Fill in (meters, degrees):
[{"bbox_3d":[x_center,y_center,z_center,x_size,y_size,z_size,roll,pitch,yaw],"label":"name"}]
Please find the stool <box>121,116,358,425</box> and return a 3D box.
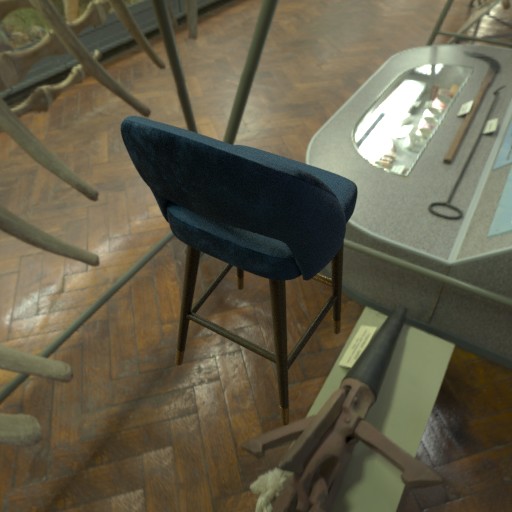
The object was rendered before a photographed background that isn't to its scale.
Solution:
[{"bbox_3d":[0.000,0.000,1.308,0.514,1.016,0.515,23,49,21],"label":"stool"}]
